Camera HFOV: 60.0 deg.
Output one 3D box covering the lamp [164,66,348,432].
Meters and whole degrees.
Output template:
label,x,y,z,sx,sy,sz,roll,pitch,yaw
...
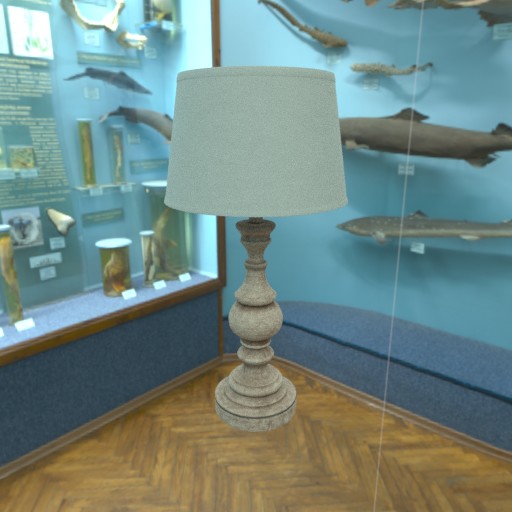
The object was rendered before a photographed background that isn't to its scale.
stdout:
label,x,y,z,sx,sy,sz,roll,pitch,yaw
lamp,0.000,0.000,0.867,0.340,0.678,0.340,0,17,0
